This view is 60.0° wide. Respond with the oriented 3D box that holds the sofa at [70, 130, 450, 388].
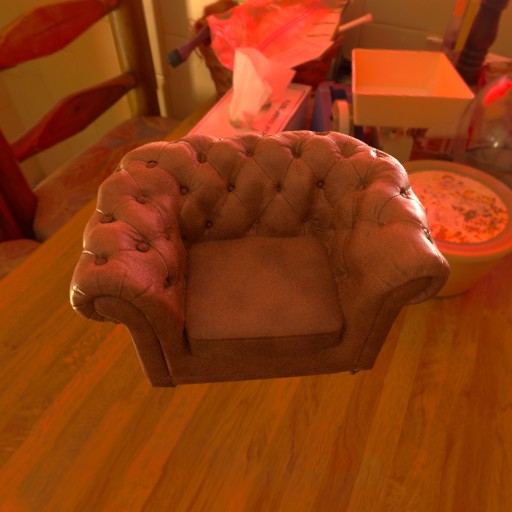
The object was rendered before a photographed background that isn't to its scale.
[{"bbox_3d":[0.000,0.000,2.128,1.405,0.878,1.033,-3,47,-3],"label":"sofa"}]
